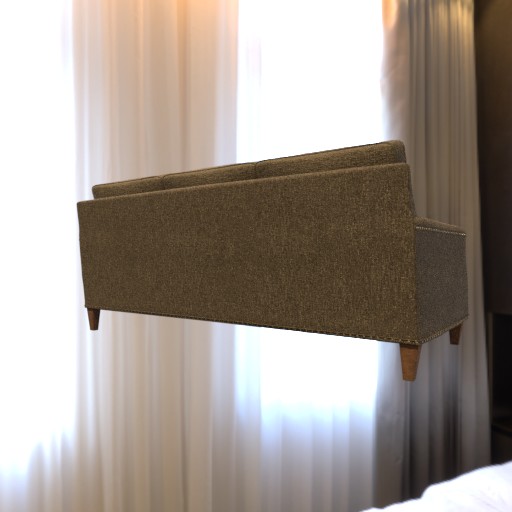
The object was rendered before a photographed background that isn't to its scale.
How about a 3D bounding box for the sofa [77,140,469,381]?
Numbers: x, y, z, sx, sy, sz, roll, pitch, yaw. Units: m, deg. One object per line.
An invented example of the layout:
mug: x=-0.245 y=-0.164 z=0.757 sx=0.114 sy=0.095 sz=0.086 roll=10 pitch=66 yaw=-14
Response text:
sofa: x=0.000 y=0.000 z=2.733 sx=2.246 sy=1.003 sz=1.084 roll=0 pitch=0 yaw=35
